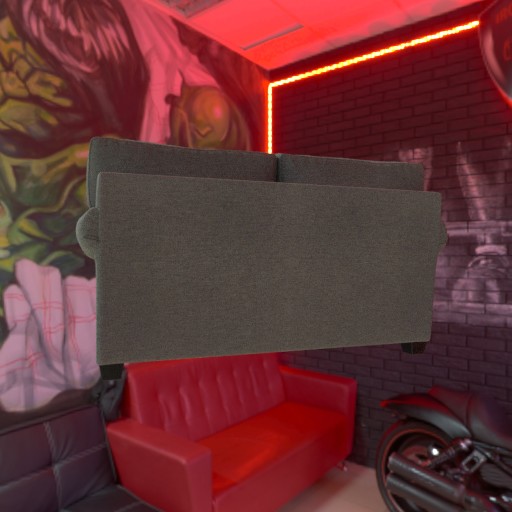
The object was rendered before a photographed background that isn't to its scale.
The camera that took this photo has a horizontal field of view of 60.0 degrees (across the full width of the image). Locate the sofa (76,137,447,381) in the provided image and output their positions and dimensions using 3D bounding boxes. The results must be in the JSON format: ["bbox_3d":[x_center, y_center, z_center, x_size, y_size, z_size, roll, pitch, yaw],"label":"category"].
[{"bbox_3d":[0.000,0.000,2.283,1.701,0.966,0.966,0,0,-19],"label":"sofa"}]
